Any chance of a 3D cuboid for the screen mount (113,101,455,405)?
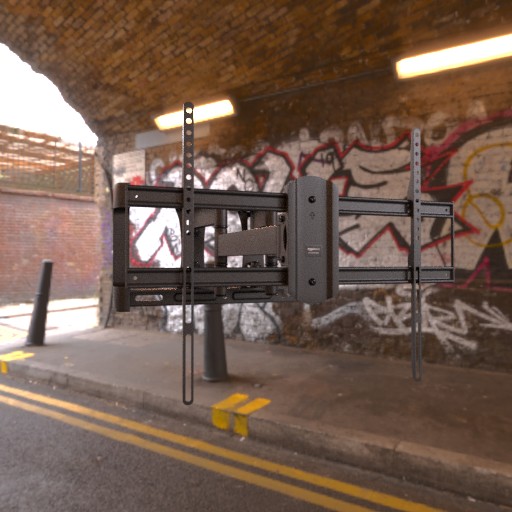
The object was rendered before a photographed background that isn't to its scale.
[{"bbox_3d":[0.000,0.000,1.090,0.661,0.491,0.644,0,-1,-19],"label":"screen mount"}]
